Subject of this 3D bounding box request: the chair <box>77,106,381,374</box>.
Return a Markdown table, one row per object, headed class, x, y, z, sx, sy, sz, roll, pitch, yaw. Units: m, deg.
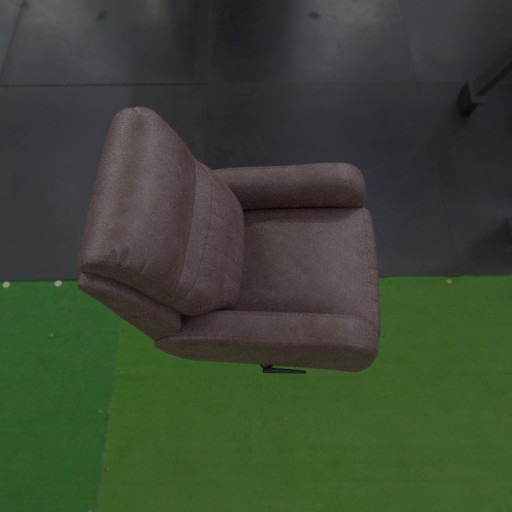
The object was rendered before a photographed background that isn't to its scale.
| class | x | y | z | sx | sy | sz | roll | pitch | yaw |
| --- | --- | --- | --- | --- | --- | --- | --- | --- | --- |
| chair | 0.000 | 0.000 | 1.836 | 1.067 | 1.067 | 0.865 | 2 | 65 | 1 |
